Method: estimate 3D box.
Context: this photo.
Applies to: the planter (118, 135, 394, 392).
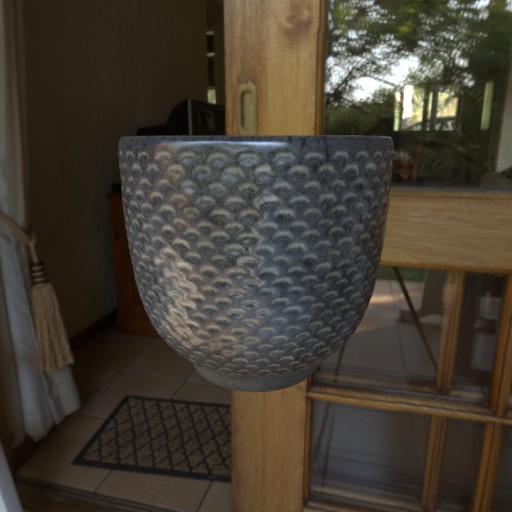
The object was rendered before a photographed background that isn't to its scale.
[{"bbox_3d":[0.000,0.000,0.307,0.172,0.160,0.172,0,15,0],"label":"planter"}]
